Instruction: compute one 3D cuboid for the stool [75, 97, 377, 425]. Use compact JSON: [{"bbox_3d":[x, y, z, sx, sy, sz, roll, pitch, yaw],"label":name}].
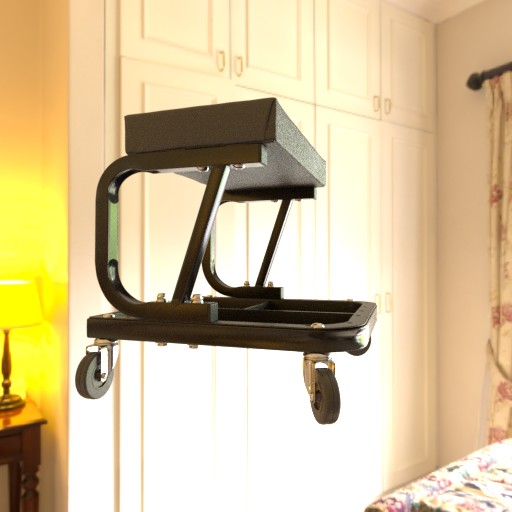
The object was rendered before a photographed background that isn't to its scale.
[{"bbox_3d":[0.000,0.000,0.723,0.371,0.380,0.446,0,0,18],"label":"stool"}]
